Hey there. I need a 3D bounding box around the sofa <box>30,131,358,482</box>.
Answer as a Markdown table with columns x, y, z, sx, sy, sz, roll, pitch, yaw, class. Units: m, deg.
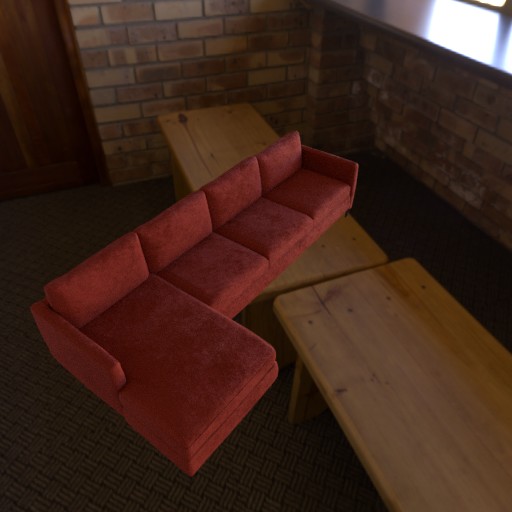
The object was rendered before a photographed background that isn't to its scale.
| x | y | z | sx | sy | sz | roll | pitch | yaw | class |
| --- | --- | --- | --- | --- | --- | --- | --- | --- | --- |
| 0.000 | 0.000 | 2.879 | 1.136 | 0.663 | 2.467 | 26 | 47 | 27 | sofa |
